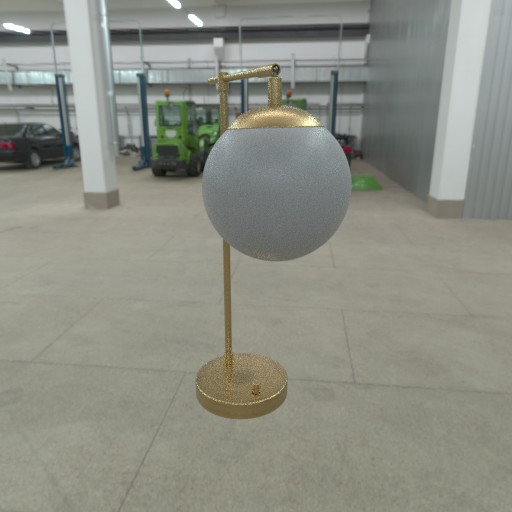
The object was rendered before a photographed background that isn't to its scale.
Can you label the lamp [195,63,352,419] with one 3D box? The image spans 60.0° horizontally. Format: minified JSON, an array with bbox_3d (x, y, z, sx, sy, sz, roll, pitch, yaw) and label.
[{"bbox_3d":[0.000,0.000,0.704,0.207,0.559,0.324,-9,19,-27],"label":"lamp"}]
